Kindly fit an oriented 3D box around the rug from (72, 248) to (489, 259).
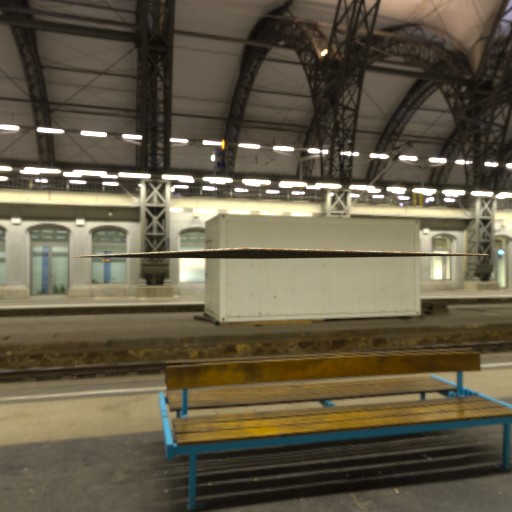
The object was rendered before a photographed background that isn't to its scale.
[{"bbox_3d":[0.000,0.000,4.072,2.441,0.011,3.050,1,-1,-37],"label":"rug"}]
